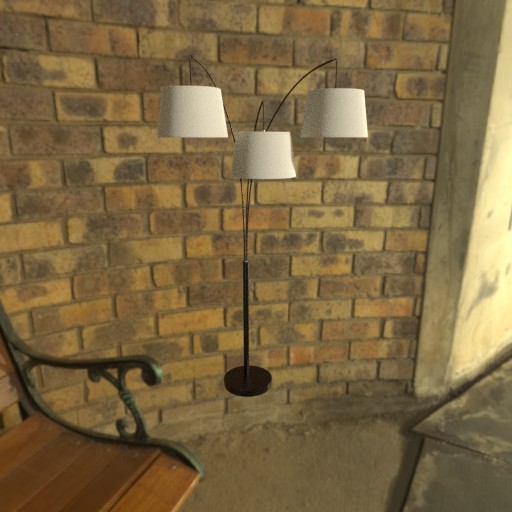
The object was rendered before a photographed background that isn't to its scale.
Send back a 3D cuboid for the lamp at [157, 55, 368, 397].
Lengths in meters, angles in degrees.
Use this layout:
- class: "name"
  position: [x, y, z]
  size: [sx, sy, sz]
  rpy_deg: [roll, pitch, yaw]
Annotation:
- class: "lamp"
  position: [0.000, 0.000, 2.460]
  size: [0.951, 1.950, 0.924]
  rpy_deg: [-2, 15, -7]
